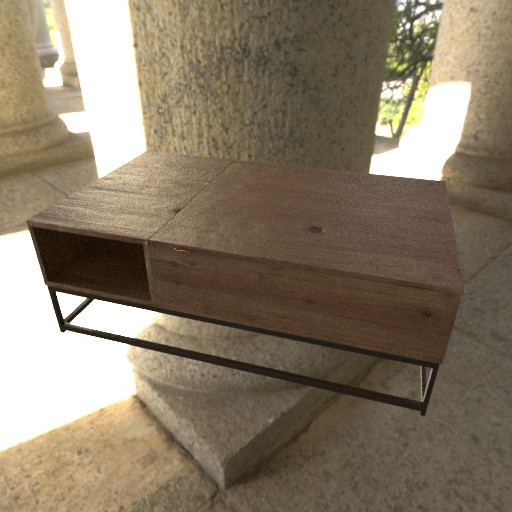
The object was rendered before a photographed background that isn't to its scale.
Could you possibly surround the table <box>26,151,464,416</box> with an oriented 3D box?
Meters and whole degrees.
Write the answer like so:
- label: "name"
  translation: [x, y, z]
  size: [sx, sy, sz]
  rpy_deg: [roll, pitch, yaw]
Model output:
- label: "table"
  translation: [0.000, 0.000, 1.422]
  size: [1.101, 0.395, 0.655]
  rpy_deg: [9, 32, 15]
